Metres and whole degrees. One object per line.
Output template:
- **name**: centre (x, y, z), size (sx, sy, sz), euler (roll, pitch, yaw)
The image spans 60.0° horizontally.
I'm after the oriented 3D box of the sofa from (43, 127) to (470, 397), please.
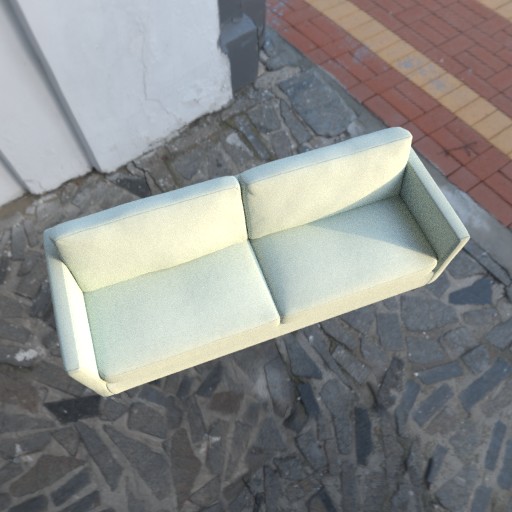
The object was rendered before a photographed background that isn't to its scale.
- **sofa**: centre (0.000, 0.000, 2.888), size (2.434, 0.965, 0.948), euler (-18, 64, -9)
